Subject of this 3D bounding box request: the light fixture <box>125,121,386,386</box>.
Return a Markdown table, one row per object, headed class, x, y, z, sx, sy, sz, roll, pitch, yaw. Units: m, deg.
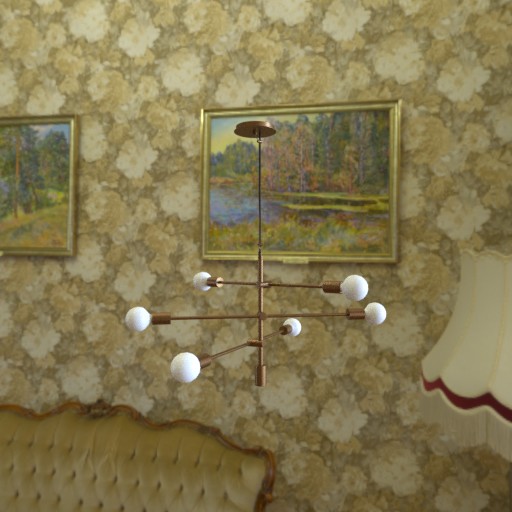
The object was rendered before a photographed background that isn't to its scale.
| class | x | y | z | sx | sy | sz | roll | pitch | yaw |
| --- | --- | --- | --- | --- | --- | --- | --- | --- | --- |
| light fixture | 0.000 | 0.000 | 1.281 | 0.682 | 0.744 | 0.637 | 1 | -1 | -36 |
